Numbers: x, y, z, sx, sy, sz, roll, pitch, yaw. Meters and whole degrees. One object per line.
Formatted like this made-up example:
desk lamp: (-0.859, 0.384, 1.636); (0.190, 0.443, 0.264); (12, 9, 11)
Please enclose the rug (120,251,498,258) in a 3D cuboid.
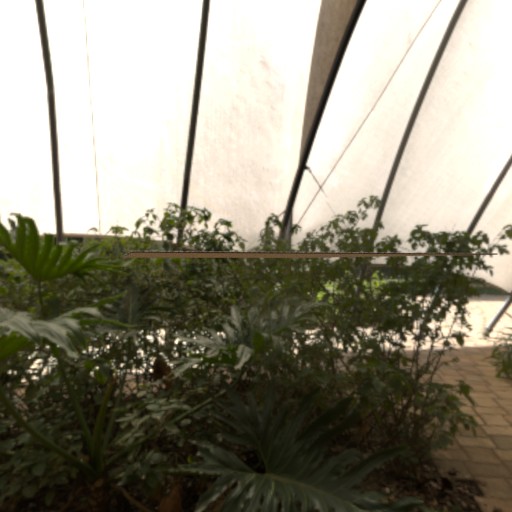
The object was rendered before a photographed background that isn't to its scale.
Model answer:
rug: (0.000, 0.000, 5.040); (2.894, 0.011, 3.957); (0, -1, -18)
